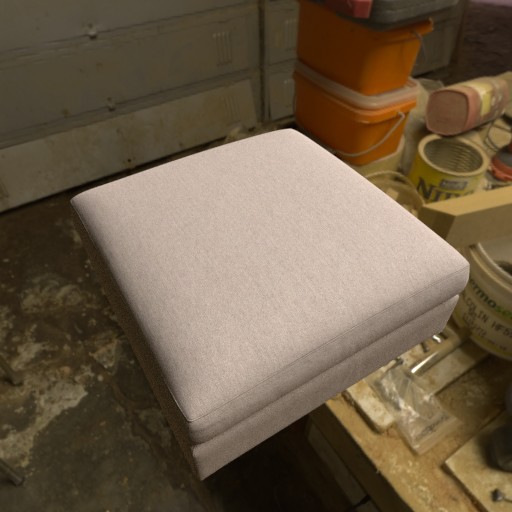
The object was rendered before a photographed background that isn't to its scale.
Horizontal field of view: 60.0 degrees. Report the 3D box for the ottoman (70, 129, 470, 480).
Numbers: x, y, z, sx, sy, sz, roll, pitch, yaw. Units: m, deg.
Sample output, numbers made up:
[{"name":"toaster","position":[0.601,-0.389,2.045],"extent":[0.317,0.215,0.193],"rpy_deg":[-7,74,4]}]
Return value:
[{"name":"ottoman","position":[0.000,0.000,1.613],"extent":[1.041,0.470,1.041],"rpy_deg":[-24,50,-22]}]
